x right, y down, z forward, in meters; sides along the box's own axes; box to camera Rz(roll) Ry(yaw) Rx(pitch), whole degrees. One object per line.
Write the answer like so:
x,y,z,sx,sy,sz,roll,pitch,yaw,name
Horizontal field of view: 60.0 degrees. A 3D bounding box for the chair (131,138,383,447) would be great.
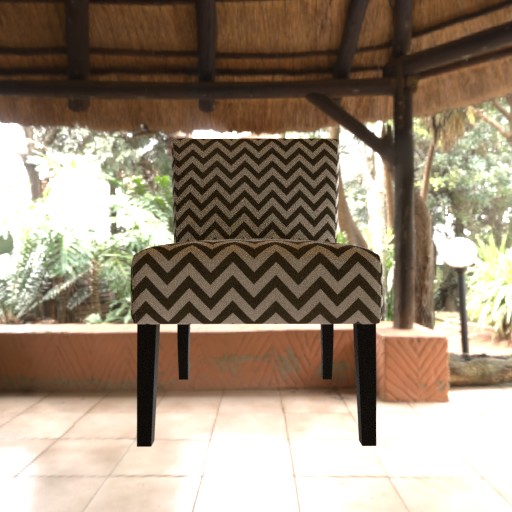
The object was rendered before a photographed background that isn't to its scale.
0.000,0.000,1.269,0.589,0.838,0.648,0,-1,0,chair
